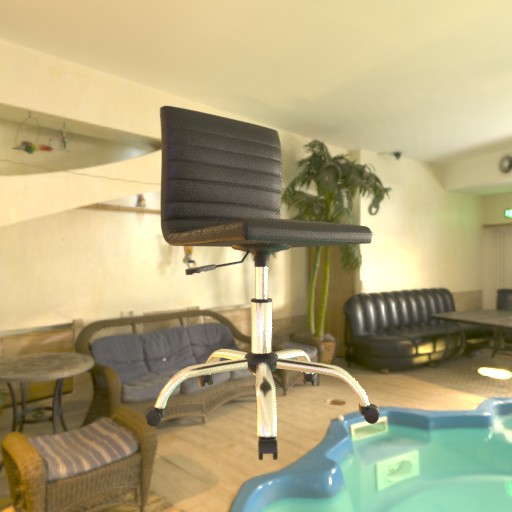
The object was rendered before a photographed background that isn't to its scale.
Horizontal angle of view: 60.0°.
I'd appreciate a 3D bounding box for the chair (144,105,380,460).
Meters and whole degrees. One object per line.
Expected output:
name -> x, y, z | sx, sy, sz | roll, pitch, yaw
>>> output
chair -> 0.000, 0.000, 1.137 | 0.556, 0.780, 0.530 | 0, 0, -38
